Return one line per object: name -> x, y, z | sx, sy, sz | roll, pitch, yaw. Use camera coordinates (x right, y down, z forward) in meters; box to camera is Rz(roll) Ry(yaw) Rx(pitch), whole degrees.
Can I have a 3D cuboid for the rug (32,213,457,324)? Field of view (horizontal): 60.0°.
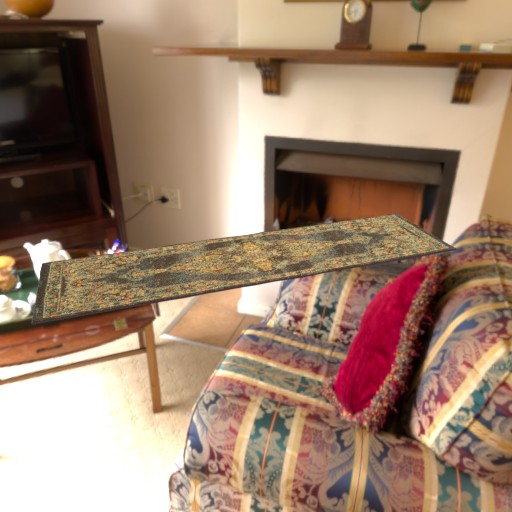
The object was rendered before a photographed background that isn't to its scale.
rug -> 0.000, 0.000, 2.509 | 2.283, 0.016, 0.602 | -9, 28, -17
